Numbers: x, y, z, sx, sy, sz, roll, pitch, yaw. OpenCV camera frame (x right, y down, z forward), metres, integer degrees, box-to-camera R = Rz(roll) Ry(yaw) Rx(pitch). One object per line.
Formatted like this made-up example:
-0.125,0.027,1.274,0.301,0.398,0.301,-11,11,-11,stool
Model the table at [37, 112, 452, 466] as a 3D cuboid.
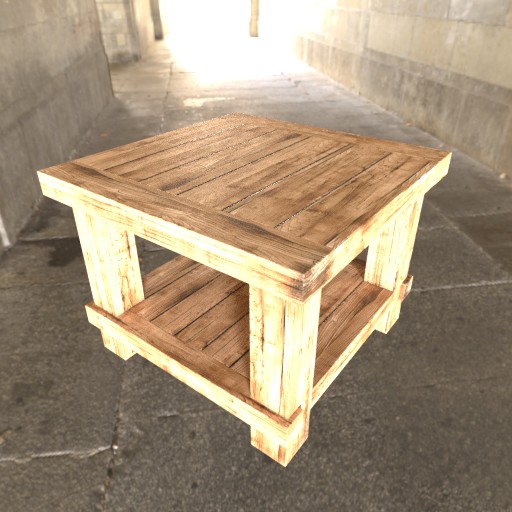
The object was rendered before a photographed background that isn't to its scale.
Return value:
0.000,0.000,1.031,0.610,0.457,0.610,21,37,31,table
